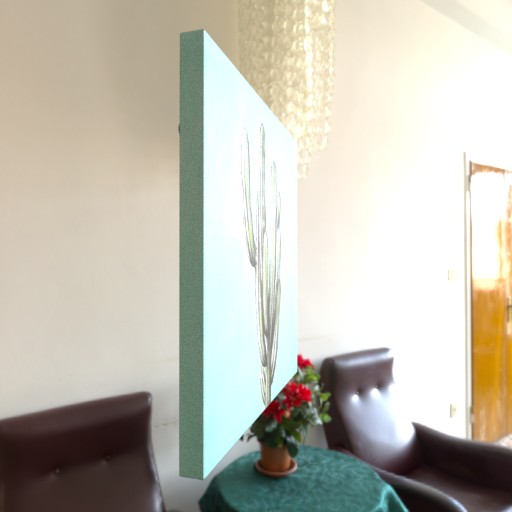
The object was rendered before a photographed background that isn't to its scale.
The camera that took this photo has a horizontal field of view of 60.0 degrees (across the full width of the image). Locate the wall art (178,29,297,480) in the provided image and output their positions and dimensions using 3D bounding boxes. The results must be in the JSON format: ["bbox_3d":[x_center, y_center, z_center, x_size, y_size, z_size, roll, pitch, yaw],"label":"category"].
[{"bbox_3d":[0.000,0.000,1.120,0.054,0.766,0.765,0,-1,17],"label":"wall art"}]
